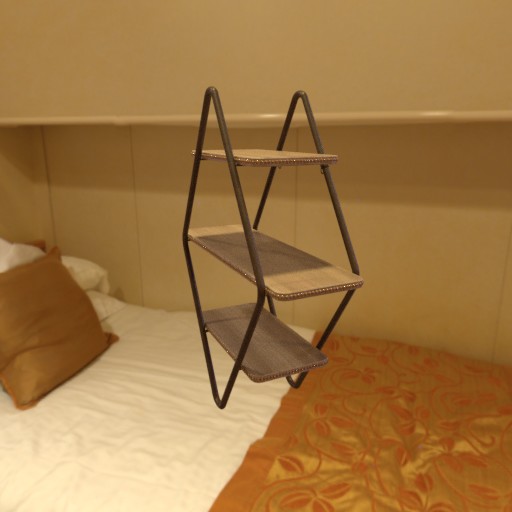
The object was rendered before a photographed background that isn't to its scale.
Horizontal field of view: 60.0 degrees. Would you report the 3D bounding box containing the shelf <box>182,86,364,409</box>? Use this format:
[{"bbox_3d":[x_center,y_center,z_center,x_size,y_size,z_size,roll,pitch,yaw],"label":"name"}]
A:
[{"bbox_3d":[0.000,0.000,1.092,0.234,0.774,0.609,-7,17,-25],"label":"shelf"}]
